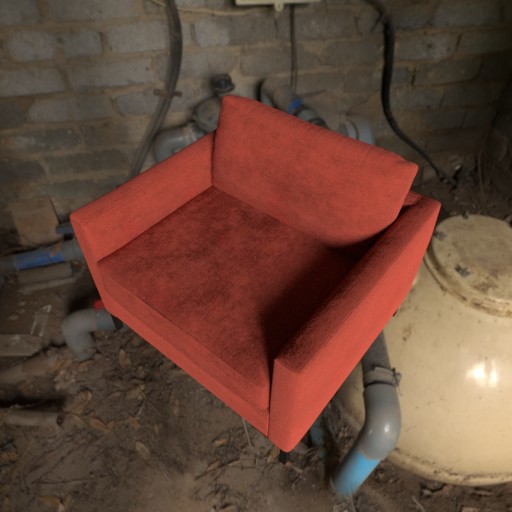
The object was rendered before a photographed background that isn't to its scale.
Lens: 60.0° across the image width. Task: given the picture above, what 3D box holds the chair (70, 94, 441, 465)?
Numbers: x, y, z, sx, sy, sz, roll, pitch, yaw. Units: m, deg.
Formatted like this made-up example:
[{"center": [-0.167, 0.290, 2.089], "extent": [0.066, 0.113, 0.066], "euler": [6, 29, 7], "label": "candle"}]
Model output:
[{"center": [0.000, 0.000, 1.626], "extent": [0.964, 0.812, 0.875], "euler": [30, 53, 26], "label": "chair"}]
